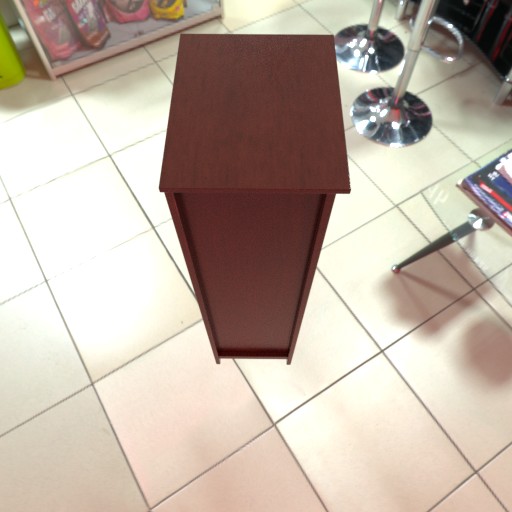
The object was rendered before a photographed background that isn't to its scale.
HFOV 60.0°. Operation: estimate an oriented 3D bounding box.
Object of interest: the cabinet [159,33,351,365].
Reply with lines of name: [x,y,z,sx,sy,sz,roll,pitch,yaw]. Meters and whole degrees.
cabinet: [0.000,0.000,1.706,0.401,1.518,0.500,1,62,0]
